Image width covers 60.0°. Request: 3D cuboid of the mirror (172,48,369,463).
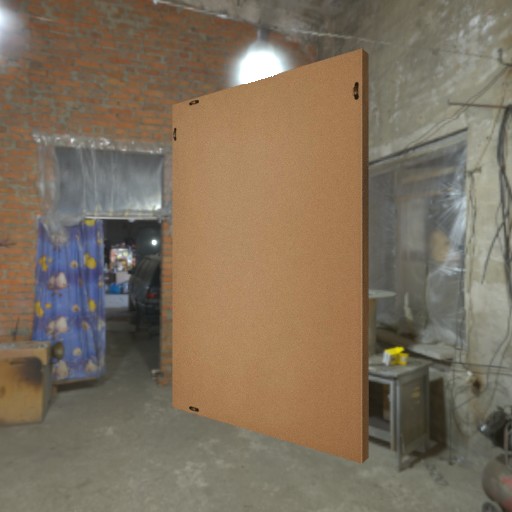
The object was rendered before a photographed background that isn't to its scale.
[{"bbox_3d":[0.000,0.000,1.171,0.609,0.915,0.041,0,0,37],"label":"mirror"}]
